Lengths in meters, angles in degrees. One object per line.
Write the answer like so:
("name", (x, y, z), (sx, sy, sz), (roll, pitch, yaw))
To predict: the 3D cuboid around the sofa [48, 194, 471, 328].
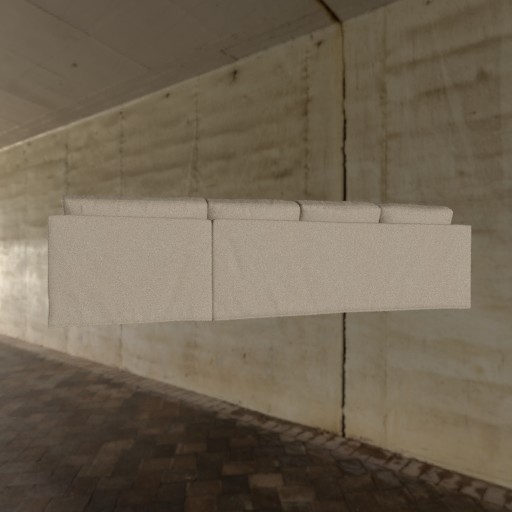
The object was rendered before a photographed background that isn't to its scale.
("sofa", (0.000, 0.000, 3.906), (3.206, 0.871, 1.622), (0, 0, -18))
